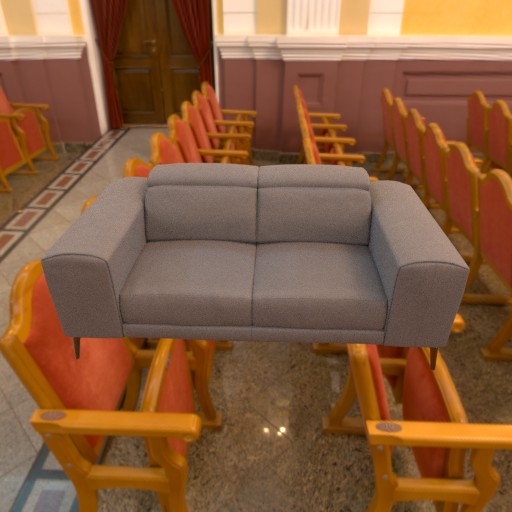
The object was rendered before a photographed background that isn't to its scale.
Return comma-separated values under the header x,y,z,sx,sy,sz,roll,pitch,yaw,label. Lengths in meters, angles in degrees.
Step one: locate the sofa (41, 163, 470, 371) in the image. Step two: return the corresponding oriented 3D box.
x,y,z,sx,sy,sz,roll,pitch,yaw,label
0.000,0.000,2.450,1.895,0.779,1.003,1,30,2,sofa
